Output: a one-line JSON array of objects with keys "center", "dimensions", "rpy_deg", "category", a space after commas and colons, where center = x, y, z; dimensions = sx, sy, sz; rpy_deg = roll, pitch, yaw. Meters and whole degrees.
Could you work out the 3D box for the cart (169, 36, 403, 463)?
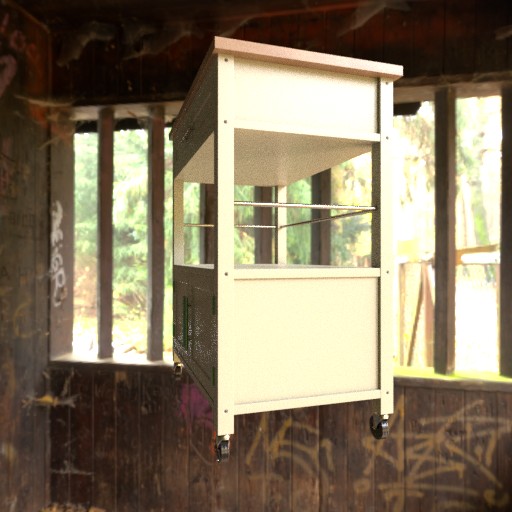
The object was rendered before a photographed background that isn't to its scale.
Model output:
[{"center": [0.000, 0.000, 1.378], "dimensions": [0.459, 0.901, 0.840], "rpy_deg": [0, 0, -18], "category": "cart"}]
